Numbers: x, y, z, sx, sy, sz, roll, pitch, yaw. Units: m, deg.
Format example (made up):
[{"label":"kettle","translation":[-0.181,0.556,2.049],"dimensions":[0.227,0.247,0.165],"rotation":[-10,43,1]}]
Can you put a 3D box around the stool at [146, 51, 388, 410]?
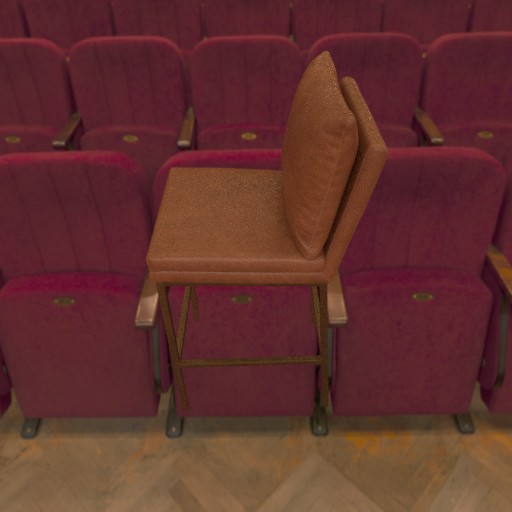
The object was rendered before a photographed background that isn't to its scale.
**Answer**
[{"label":"stool","translation":[0.000,0.000,1.424],"dimensions":[0.571,1.124,0.463],"rotation":[0,42,0]}]
